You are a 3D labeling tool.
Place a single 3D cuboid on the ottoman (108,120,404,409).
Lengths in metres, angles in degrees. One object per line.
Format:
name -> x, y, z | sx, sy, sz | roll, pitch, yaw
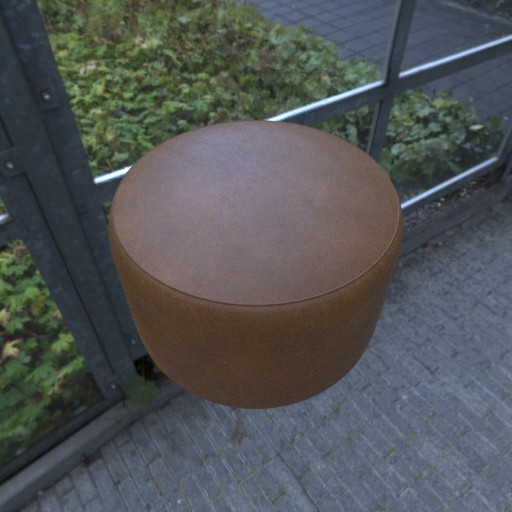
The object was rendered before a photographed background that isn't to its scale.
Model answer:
ottoman -> 0.000, 0.000, 1.033 | 0.607, 0.438, 0.607 | 0, 47, 0
